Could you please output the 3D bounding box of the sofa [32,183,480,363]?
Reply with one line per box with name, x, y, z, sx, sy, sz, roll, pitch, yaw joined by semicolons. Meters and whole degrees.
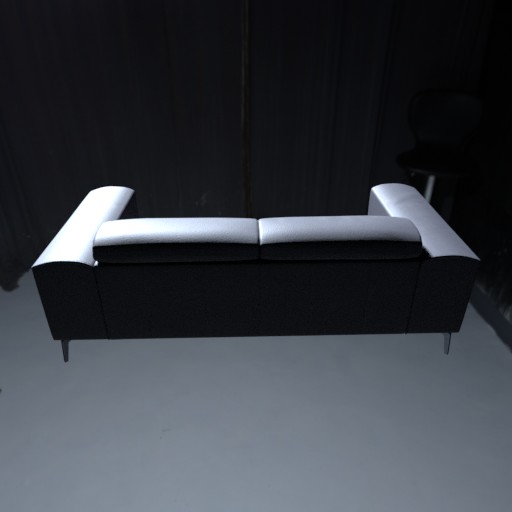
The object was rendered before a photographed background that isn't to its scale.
sofa;0.000;0.000;2.820;2.330;0.814;1.048;-1;30;-1
